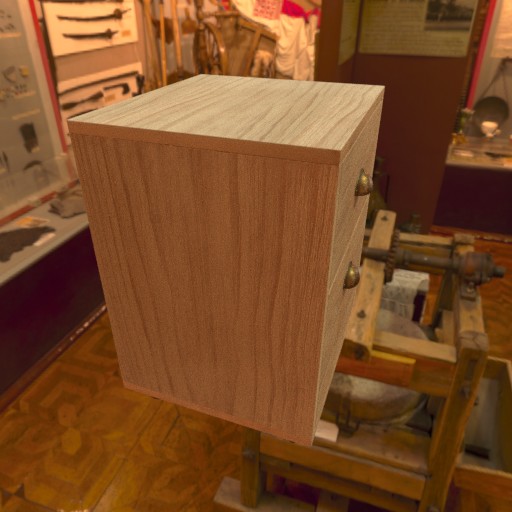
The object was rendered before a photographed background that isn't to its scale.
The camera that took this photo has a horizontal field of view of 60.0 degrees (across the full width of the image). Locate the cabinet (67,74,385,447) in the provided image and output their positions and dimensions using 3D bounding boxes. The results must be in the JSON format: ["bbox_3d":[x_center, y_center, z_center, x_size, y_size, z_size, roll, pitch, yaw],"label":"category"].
[{"bbox_3d":[0.000,0.000,0.858,0.401,0.579,0.409,11,33,18],"label":"cabinet"}]
